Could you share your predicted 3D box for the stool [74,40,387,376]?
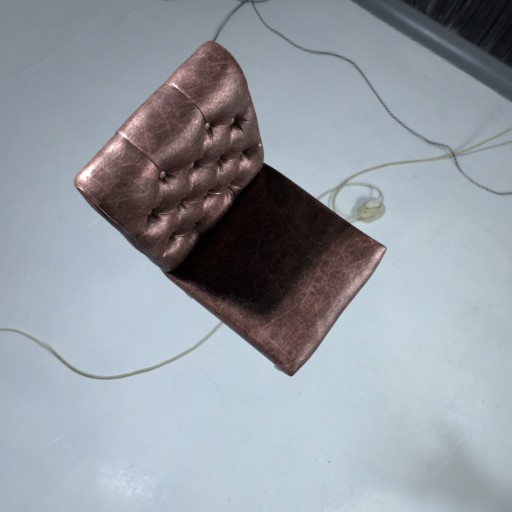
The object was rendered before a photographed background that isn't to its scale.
[{"bbox_3d":[0.000,0.000,1.472,0.659,1.168,0.483,38,79,9],"label":"stool"}]
